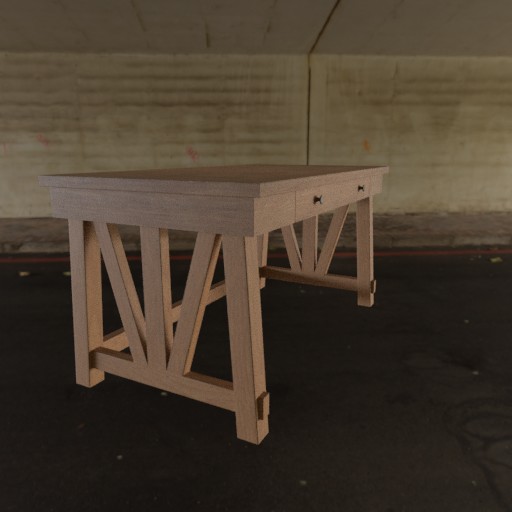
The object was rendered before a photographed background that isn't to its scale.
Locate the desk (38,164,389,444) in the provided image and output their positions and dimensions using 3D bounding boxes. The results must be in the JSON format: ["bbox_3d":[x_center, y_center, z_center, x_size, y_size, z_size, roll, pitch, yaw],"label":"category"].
[{"bbox_3d":[0.000,0.000,1.991,0.813,0.762,1.499,7,15,27],"label":"desk"}]
